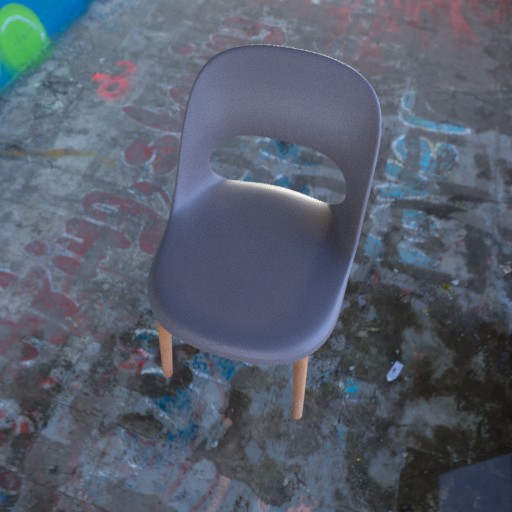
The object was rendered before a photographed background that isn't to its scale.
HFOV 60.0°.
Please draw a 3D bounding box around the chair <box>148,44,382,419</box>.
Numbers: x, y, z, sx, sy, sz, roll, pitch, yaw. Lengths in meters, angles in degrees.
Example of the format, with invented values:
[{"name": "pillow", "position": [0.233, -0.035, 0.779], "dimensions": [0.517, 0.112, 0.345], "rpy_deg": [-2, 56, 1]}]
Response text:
[{"name": "chair", "position": [0.000, 0.000, 1.124], "dimensions": [0.470, 0.795, 0.556], "rpy_deg": [15, 59, 9]}]
